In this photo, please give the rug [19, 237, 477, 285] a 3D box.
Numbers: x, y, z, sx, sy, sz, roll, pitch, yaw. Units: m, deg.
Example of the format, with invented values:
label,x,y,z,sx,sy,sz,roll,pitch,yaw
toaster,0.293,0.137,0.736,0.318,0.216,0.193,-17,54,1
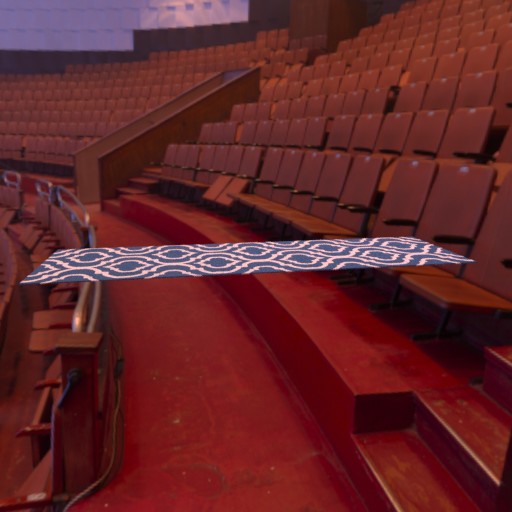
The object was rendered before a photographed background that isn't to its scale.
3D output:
label,x,y,z,sx,sy,sz,roll,pitch,yaw
rug,0.000,0.000,2.523,2.296,0.006,0.685,-2,14,-9
